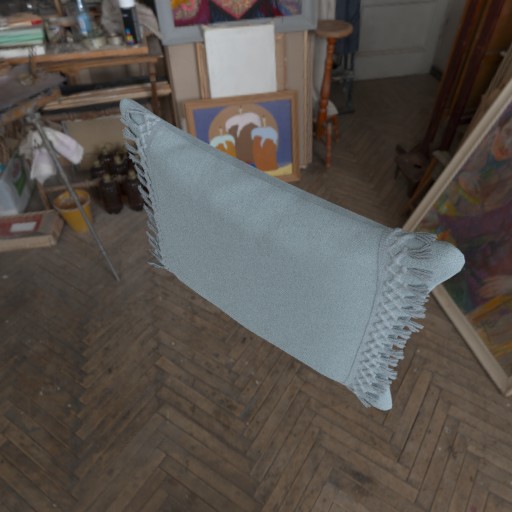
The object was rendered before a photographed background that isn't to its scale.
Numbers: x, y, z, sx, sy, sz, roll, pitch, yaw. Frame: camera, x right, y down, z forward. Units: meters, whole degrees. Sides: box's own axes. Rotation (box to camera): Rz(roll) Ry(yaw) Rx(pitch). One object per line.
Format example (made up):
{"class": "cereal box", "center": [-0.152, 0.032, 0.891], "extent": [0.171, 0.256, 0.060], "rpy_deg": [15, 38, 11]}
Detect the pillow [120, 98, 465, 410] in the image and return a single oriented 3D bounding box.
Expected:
{"class": "pillow", "center": [0.000, 0.000, 0.587], "extent": [0.466, 0.305, 0.084], "rpy_deg": [30, 53, 26]}
